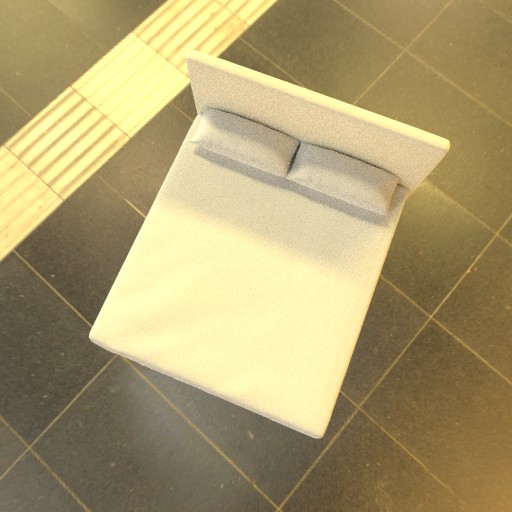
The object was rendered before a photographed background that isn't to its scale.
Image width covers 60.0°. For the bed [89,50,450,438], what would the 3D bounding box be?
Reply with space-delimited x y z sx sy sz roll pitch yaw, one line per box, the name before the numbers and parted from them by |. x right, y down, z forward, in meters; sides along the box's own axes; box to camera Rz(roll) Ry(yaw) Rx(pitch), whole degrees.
bed | 0.000 0.000 3.587 2.119 1.317 2.341 22 77 5
